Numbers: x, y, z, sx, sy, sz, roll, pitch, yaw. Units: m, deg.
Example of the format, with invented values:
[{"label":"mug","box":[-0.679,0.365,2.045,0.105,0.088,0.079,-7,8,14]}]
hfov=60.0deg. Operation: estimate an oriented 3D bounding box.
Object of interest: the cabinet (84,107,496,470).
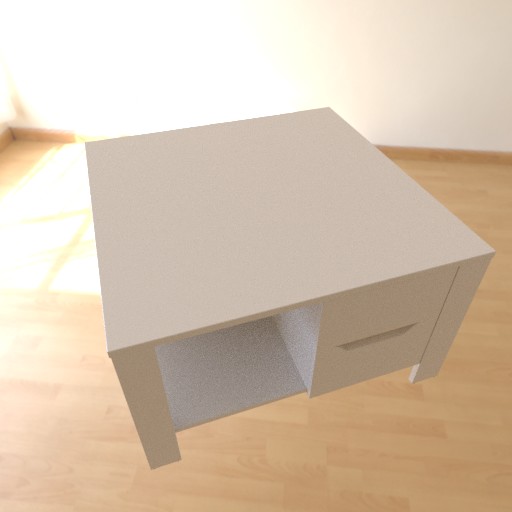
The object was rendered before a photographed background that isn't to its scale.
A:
[{"label":"cabinet","box":[0.000,0.000,1.273,0.800,0.460,0.800,-13,43,-14]}]
